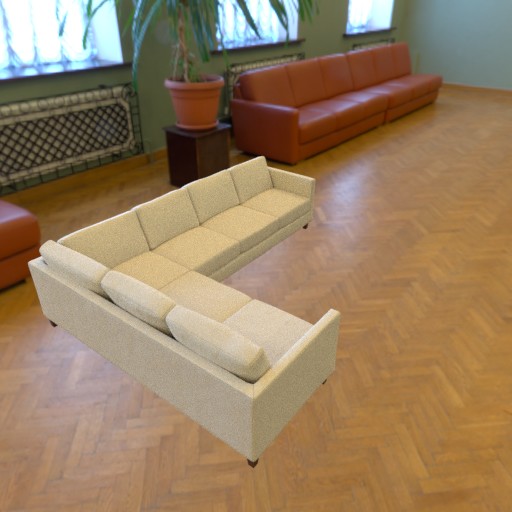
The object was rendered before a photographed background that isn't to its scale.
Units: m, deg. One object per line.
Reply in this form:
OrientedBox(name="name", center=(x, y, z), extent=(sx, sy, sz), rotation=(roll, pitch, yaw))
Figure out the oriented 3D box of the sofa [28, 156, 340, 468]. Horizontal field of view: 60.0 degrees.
OrientedBox(name="sofa", center=(0.000, 0.000, 4.284), extent=(2.432, 0.863, 3.182), rotation=(21, 37, 32))
